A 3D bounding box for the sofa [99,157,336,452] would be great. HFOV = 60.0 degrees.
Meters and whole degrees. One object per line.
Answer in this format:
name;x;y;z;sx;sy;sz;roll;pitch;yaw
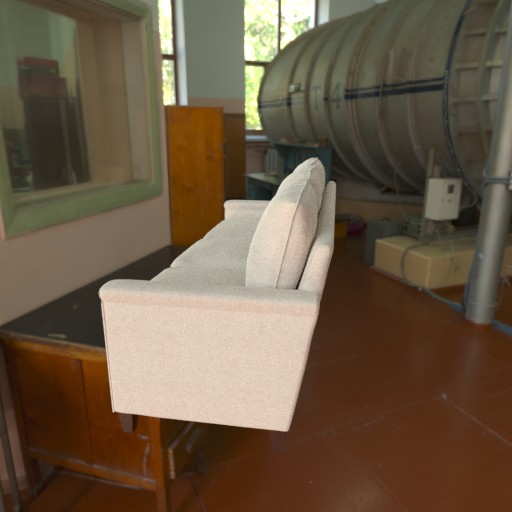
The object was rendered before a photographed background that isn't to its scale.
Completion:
sofa;0.000;0.000;2.431;0.828;0.961;1.925;3;17;10
